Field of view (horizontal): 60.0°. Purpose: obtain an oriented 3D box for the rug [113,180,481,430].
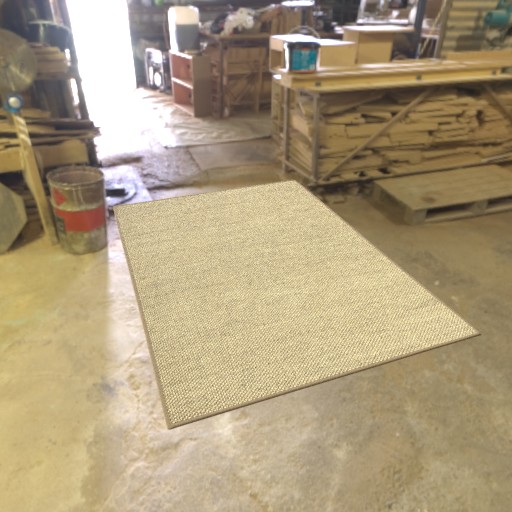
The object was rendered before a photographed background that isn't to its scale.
[{"bbox_3d":[0.000,0.000,2.733,1.517,0.013,2.115,-11,33,-18],"label":"rug"}]
